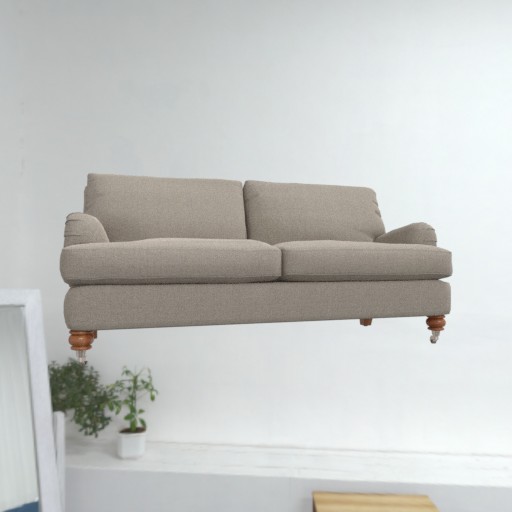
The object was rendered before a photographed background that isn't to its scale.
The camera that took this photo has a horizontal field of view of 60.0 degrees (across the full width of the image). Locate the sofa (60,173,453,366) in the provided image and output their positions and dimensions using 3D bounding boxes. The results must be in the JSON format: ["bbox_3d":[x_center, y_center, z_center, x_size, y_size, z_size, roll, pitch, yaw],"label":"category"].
[{"bbox_3d":[0.000,0.000,2.770,2.160,1.054,1.087,0,-1,-17],"label":"sofa"}]
